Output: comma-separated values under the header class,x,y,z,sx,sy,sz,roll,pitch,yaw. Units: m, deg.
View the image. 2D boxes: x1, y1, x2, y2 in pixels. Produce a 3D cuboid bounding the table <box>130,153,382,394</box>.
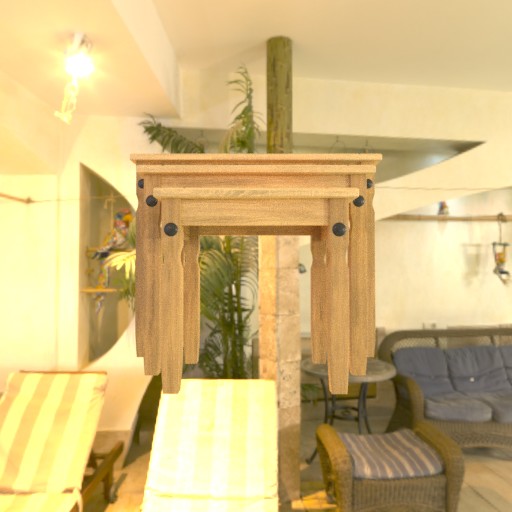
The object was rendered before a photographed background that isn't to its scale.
class,x,y,z,sx,sy,sz,roll,pitch,yaw
table,0.000,0.000,1.201,0.660,0.535,0.773,0,-1,0
